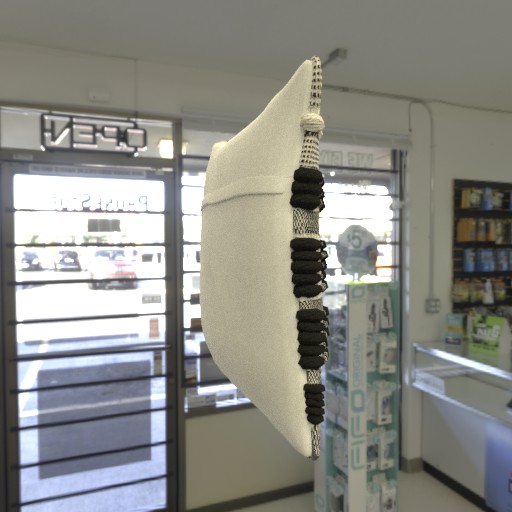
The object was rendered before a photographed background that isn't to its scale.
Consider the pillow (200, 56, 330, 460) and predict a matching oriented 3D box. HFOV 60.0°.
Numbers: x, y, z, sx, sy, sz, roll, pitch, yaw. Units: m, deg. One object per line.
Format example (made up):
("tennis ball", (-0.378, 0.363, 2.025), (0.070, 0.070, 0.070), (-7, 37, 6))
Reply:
("pillow", (0.000, 0.000, 0.680), (0.156, 0.438, 0.436), (0, 1, -19))
